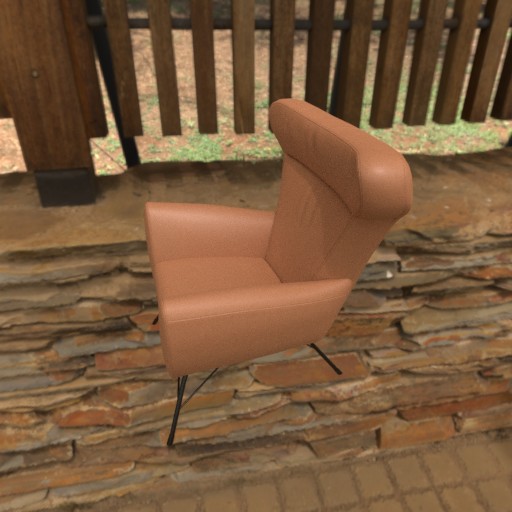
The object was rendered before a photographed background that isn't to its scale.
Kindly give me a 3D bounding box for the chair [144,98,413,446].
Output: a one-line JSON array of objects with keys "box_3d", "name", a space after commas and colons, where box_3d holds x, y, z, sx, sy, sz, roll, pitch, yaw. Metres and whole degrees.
[{"box_3d": [0.000, 0.000, 1.798, 0.900, 1.050, 0.980, -8, 31, -13], "name": "chair"}]
